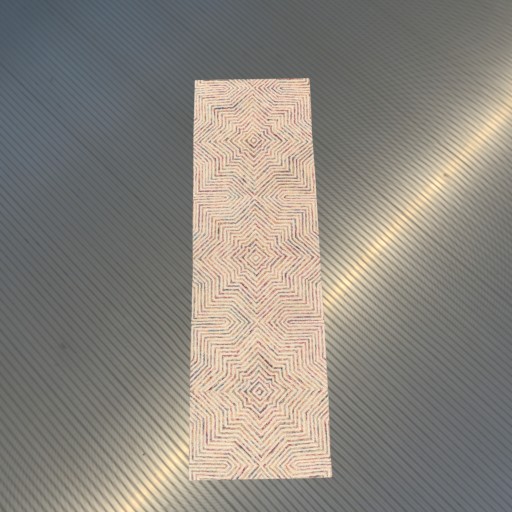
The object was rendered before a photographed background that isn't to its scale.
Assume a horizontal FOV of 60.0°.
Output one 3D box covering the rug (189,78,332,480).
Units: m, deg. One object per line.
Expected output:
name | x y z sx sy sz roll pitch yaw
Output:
rug | 0.000 0.000 2.654 0.771 0.009 2.443 -1 75 0
